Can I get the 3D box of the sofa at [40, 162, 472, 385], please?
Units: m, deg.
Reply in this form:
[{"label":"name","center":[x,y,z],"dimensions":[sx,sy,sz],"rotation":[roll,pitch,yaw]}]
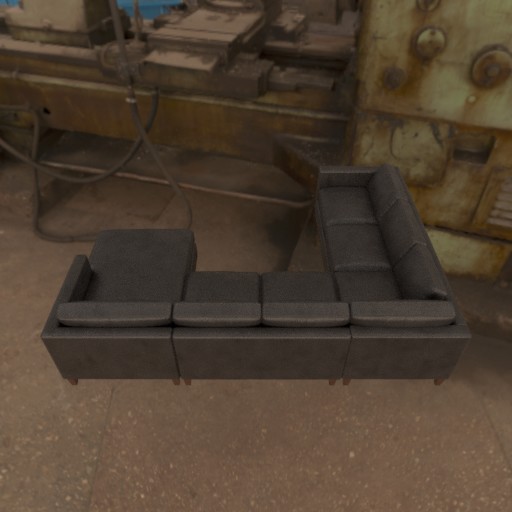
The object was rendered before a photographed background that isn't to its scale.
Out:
[{"label":"sofa","center":[0.000,0.000,4.480],"dimensions":[3.324,0.891,2.452],"rotation":[0,43,0]}]
